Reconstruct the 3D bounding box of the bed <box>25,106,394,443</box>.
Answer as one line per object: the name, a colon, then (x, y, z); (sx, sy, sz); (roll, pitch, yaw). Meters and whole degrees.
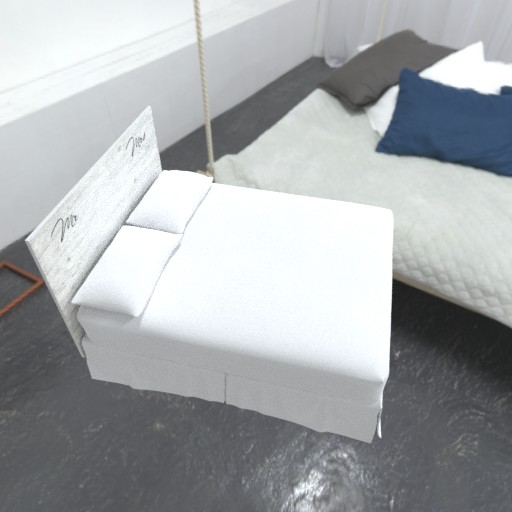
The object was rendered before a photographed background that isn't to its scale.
bed: (0.000, 0.000, 3.203); (2.094, 1.335, 1.745); (10, 45, 10)
